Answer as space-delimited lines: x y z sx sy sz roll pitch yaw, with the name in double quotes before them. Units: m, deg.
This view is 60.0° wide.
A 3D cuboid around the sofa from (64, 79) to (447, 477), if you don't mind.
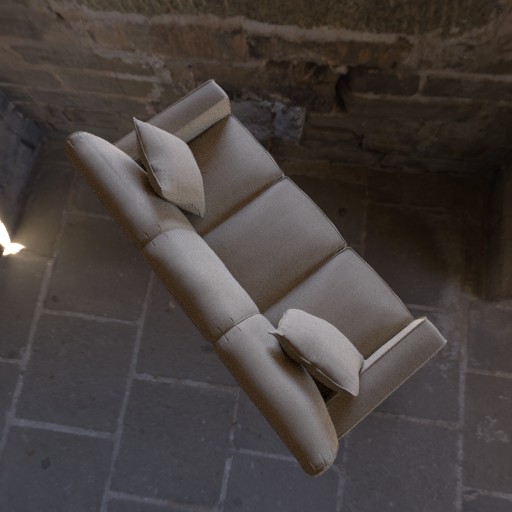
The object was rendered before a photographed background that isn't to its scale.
"sofa" 0.000 0.000 2.548 0.997 0.958 2.024 -38 78 -9
